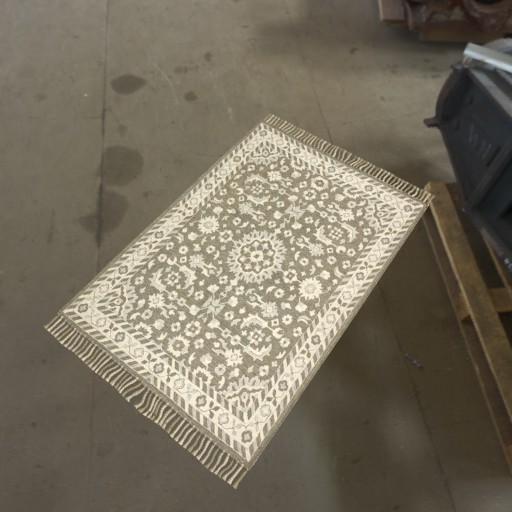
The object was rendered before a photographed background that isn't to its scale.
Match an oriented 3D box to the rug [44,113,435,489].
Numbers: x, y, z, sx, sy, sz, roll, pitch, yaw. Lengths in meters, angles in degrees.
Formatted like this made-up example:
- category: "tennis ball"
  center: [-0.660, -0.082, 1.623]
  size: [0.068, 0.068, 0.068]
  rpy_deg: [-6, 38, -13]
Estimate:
- category: "rug"
  center: [0.000, 0.000, 3.027]
  size: [1.530, 0.025, 2.431]
  rpy_deg: [32, 64, 18]
